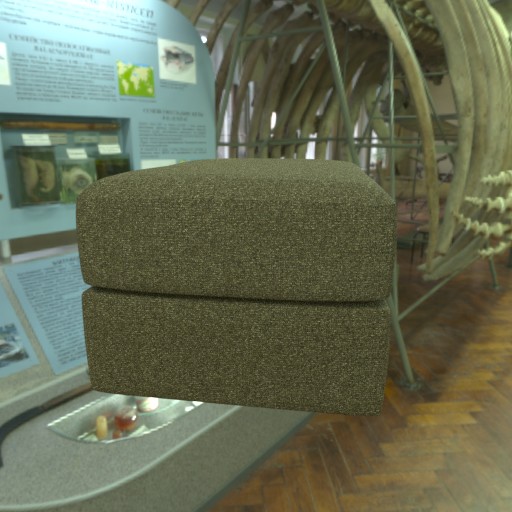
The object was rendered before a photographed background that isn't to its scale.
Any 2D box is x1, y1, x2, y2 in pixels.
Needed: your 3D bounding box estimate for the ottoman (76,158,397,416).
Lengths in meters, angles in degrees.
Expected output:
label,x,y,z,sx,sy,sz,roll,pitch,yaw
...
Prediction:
label,x,y,z,sx,sy,sz,roll,pitch,yaw
ottoman,0.000,0.000,1.146,0.598,0.476,0.742,2,15,8
